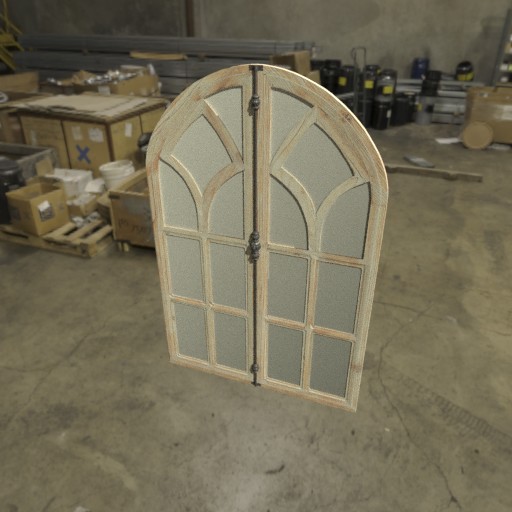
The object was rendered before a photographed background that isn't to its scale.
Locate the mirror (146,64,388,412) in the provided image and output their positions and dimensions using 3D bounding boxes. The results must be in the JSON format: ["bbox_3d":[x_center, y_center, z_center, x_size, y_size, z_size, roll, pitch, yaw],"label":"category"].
[{"bbox_3d":[0.000,0.000,1.149,0.609,0.915,0.032,10,30,18],"label":"mirror"}]
